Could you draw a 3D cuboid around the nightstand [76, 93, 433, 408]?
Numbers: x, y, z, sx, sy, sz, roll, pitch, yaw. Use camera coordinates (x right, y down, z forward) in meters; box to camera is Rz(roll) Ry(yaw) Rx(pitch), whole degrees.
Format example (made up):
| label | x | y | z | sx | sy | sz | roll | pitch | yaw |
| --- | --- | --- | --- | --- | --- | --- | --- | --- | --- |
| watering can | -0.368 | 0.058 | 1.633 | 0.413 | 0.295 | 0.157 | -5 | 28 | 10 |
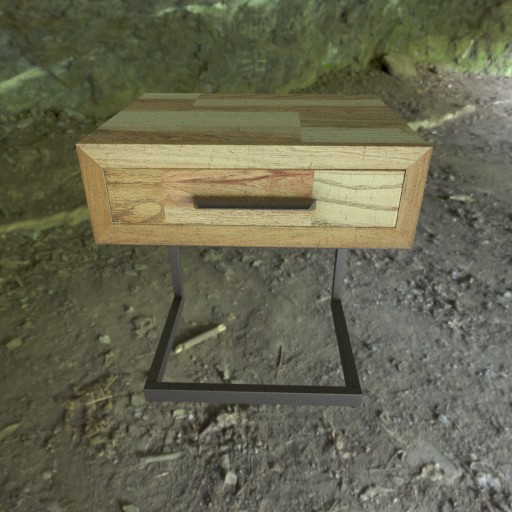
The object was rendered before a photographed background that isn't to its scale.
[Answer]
| label | x | y | z | sx | sy | sz | roll | pitch | yaw |
| --- | --- | --- | --- | --- | --- | --- | --- | --- | --- |
| nightstand | 0.000 | 0.000 | 1.023 | 0.558 | 0.632 | 0.481 | 1 | 30 | 2 |
